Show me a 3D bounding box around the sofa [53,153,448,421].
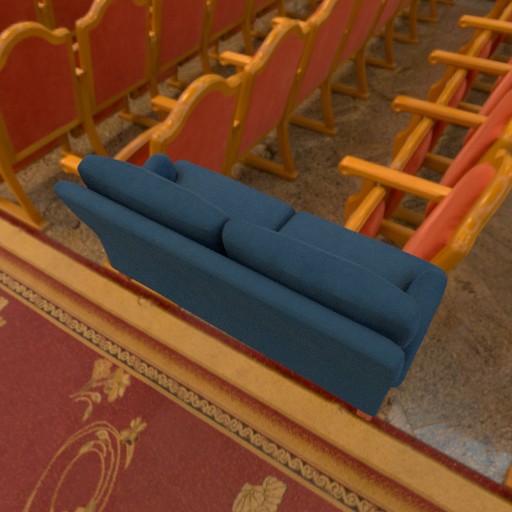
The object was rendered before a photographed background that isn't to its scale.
[{"bbox_3d":[0.000,0.000,2.761,2.141,1.101,1.084,26,53,21],"label":"sofa"}]
